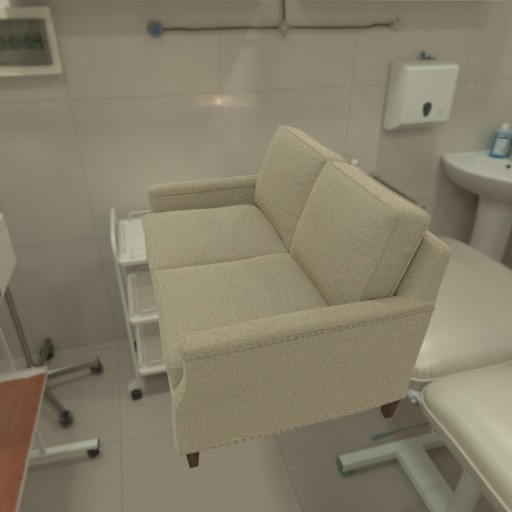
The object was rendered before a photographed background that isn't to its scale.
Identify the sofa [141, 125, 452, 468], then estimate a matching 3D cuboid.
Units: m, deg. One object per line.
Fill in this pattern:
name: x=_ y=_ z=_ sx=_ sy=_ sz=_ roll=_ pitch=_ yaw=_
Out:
sofa: x=0.000 y=0.000 z=2.278 sx=1.084 sy=1.003 sz=1.597 roll=-8 pitch=31 yaw=-14
